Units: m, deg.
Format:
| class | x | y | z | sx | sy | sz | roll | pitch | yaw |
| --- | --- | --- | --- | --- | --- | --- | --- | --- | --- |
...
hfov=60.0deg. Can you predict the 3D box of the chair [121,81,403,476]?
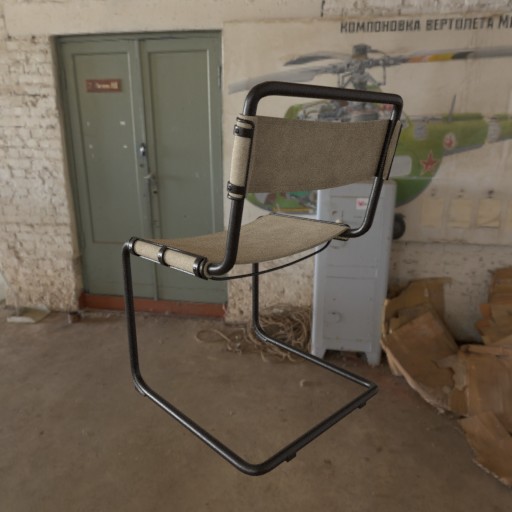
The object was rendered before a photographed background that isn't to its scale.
| class | x | y | z | sx | sy | sz | roll | pitch | yaw |
| --- | --- | --- | --- | --- | --- | --- | --- | --- | --- |
| chair | 0.000 | 0.000 | 1.092 | 0.499 | 0.747 | 0.497 | -15 | 21 | -42 |
